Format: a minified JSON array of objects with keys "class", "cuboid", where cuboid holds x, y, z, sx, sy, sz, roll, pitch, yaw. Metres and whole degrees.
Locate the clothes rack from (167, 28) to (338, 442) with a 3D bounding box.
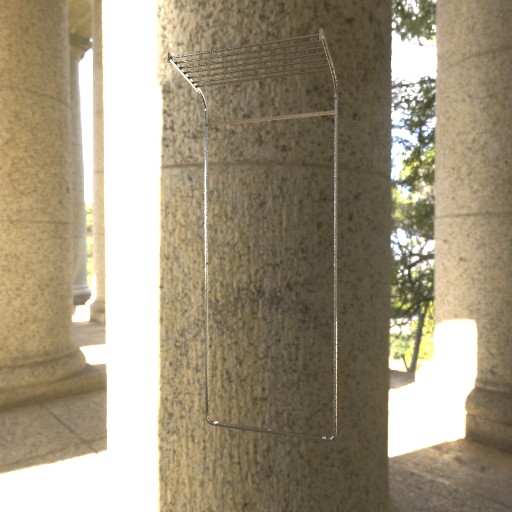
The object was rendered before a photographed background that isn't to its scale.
[{"class":"clothes rack","cuboid":[0.000,0.000,1.798,0.609,1.574,0.349,0,1,19]}]
